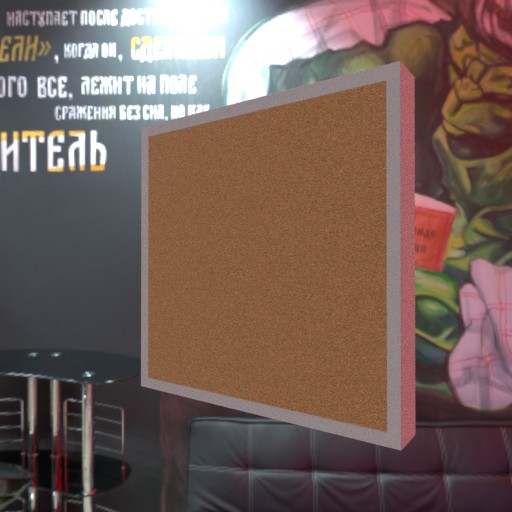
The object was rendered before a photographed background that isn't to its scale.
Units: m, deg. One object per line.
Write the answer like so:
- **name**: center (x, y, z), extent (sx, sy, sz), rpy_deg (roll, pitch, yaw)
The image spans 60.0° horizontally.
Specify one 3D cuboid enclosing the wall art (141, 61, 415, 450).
- **wall art**: center (0.000, 0.000, 0.450), extent (0.305, 0.305, 0.038), rpy_deg (0, 0, 35)
